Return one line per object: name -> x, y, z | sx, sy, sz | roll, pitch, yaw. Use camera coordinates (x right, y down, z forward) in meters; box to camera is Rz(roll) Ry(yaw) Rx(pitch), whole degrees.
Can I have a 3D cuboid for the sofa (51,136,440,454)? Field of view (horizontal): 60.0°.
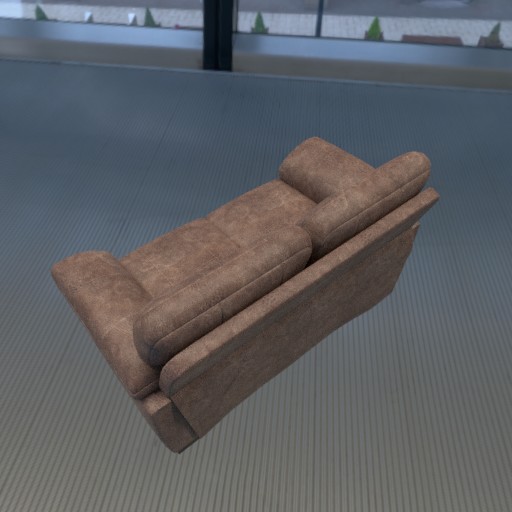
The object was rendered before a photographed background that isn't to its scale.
sofa -> 0.000, 0.000, 2.287 | 1.753, 0.991, 0.991 | -31, 54, -26
